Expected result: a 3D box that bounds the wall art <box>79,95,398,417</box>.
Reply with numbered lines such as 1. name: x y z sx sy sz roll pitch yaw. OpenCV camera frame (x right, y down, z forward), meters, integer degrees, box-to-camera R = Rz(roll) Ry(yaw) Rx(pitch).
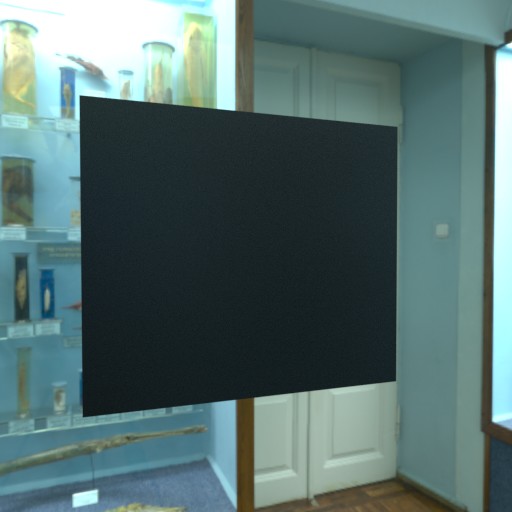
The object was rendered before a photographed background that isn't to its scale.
1. wall art: 0.000 0.000 0.521 0.383 0.332 0.012 0 1 -18
